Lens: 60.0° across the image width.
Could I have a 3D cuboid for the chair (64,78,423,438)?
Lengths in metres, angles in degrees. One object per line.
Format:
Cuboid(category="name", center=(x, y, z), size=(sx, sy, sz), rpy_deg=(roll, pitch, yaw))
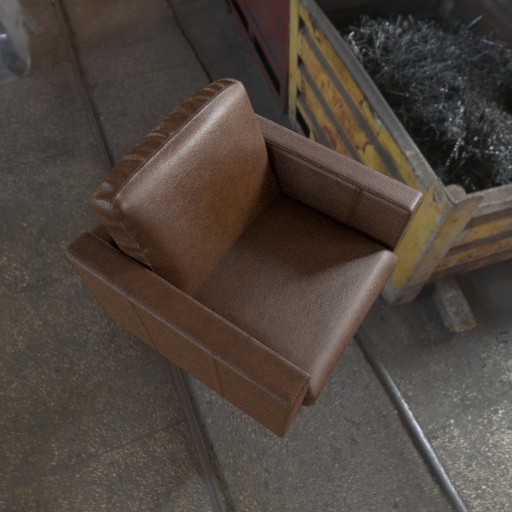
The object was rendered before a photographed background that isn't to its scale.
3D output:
Cuboid(category="chair", center=(0.000, 0.000, 1.665), size=(0.909, 0.956, 0.890), rpy_deg=(30, 64, 17))
